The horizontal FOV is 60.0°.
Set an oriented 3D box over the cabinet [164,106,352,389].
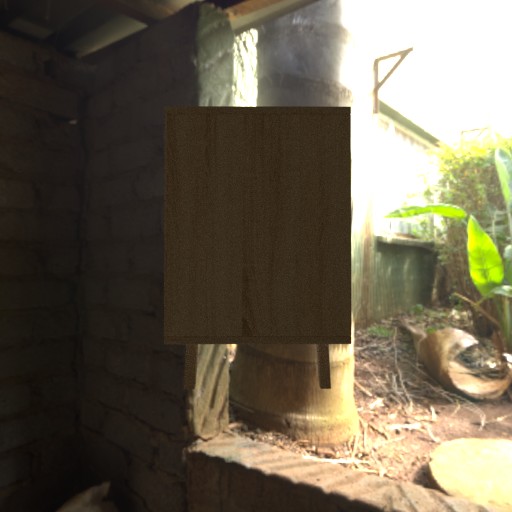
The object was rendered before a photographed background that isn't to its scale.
[{"bbox_3d":[0.000,0.000,2.007,0.500,0.780,1.650,0,-1,0],"label":"cabinet"}]
